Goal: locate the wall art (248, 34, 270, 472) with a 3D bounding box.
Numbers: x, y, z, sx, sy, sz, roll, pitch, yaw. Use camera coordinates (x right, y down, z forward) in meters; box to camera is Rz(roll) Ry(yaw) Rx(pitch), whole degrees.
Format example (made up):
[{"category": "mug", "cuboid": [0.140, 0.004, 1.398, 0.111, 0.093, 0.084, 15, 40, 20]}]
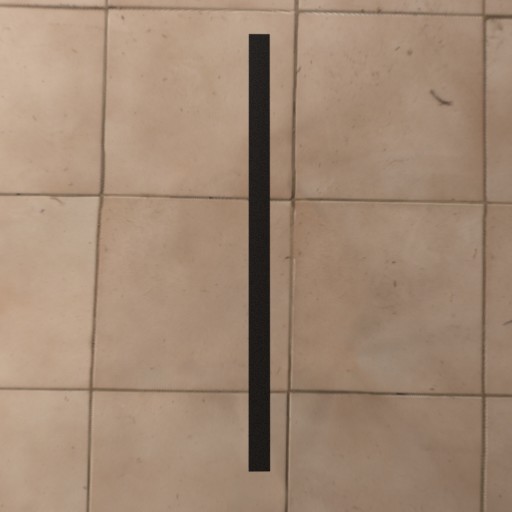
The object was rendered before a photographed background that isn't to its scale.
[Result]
[{"category": "wall art", "cuboid": [0.000, 0.000, 0.461, 0.015, 0.304, 0.306, 0, 88, -1]}]
